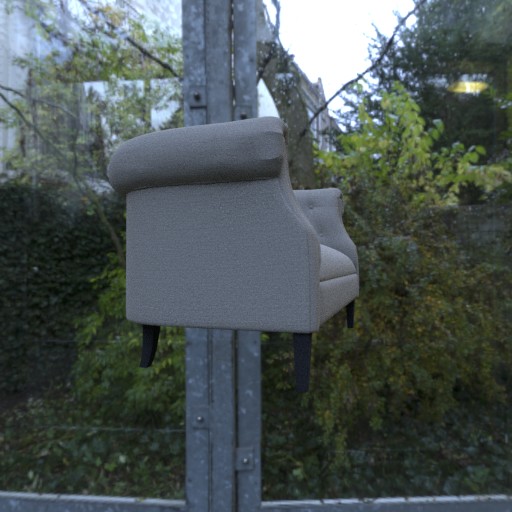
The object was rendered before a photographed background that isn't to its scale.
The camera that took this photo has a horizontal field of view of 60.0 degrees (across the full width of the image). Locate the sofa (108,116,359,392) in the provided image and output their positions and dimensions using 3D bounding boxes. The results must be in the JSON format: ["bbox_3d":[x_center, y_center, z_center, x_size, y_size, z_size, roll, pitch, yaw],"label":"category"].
[{"bbox_3d":[0.000,0.000,2.077,0.835,0.827,1.558,0,-1,18],"label":"sofa"}]
